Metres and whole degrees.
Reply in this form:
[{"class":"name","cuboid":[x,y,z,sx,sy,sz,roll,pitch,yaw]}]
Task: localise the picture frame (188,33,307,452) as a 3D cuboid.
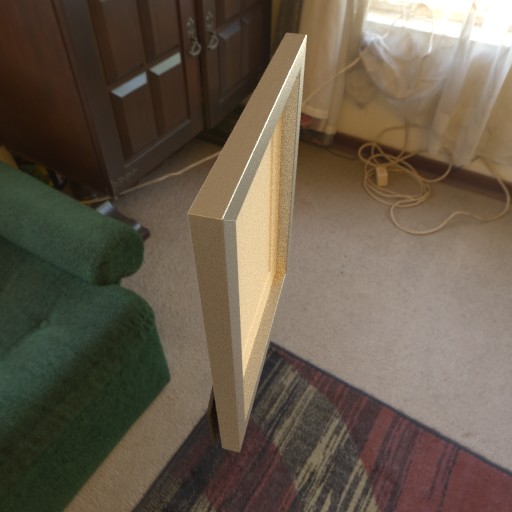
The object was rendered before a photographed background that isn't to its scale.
[{"class":"picture frame","cuboid":[0.000,0.000,0.516,0.036,0.386,0.307,10,47,10]}]
